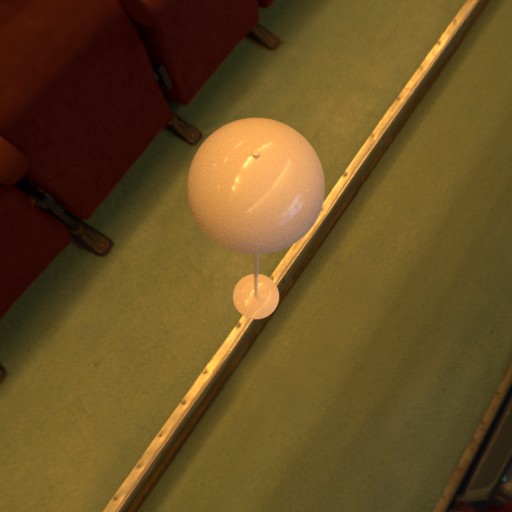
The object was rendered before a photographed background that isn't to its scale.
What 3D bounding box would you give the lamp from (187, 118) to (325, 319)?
[{"bbox_3d":[0.000,0.000,1.608,0.328,1.480,0.328,33,76,9],"label":"lamp"}]
